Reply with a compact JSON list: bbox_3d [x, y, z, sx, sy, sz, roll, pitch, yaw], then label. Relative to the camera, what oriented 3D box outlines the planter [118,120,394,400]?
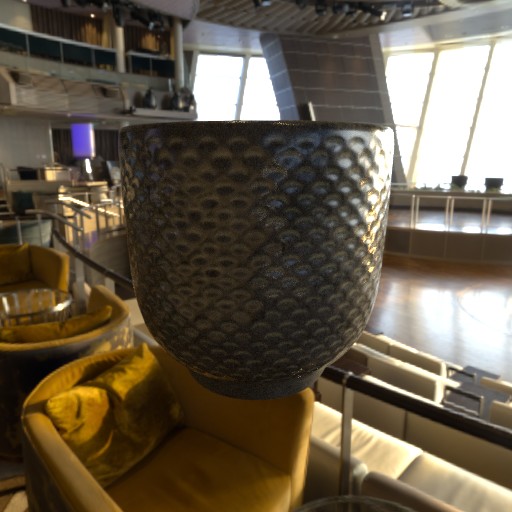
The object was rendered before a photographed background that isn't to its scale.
[{"bbox_3d":[0.000,0.000,0.348,0.197,0.191,0.197,0,12,0],"label":"planter"}]
